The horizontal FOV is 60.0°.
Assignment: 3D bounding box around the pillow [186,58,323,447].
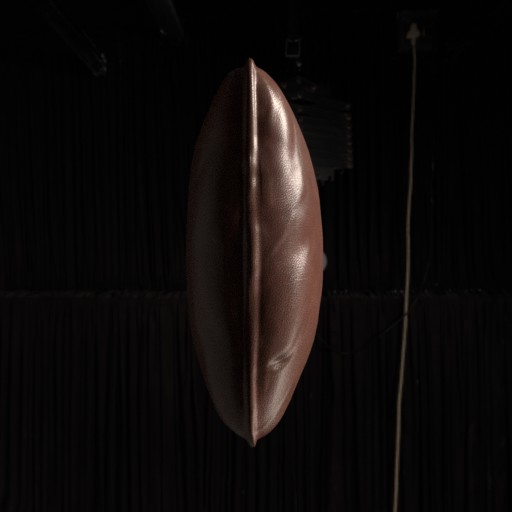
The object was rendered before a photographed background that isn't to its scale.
[{"bbox_3d":[0.000,0.000,0.826,0.236,0.523,0.532,0,-1,1],"label":"pillow"}]
